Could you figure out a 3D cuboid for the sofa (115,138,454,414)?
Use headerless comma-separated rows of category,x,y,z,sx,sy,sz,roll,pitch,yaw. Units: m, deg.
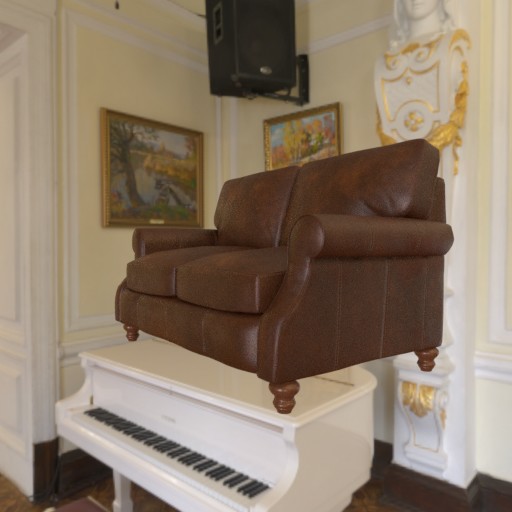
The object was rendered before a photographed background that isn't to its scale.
sofa,0.000,0.000,2.195,0.990,0.976,1.616,-1,2,-36
